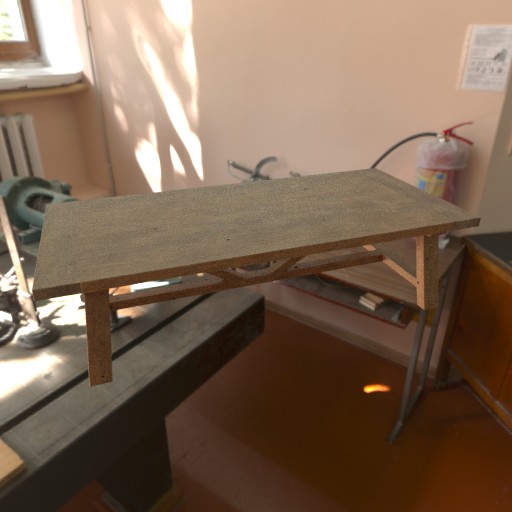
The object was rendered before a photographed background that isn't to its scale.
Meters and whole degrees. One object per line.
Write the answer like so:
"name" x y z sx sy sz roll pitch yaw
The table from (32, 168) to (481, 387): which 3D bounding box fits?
"table" 0.000 0.000 2.120 1.800 0.465 0.820 -9 29 -17
